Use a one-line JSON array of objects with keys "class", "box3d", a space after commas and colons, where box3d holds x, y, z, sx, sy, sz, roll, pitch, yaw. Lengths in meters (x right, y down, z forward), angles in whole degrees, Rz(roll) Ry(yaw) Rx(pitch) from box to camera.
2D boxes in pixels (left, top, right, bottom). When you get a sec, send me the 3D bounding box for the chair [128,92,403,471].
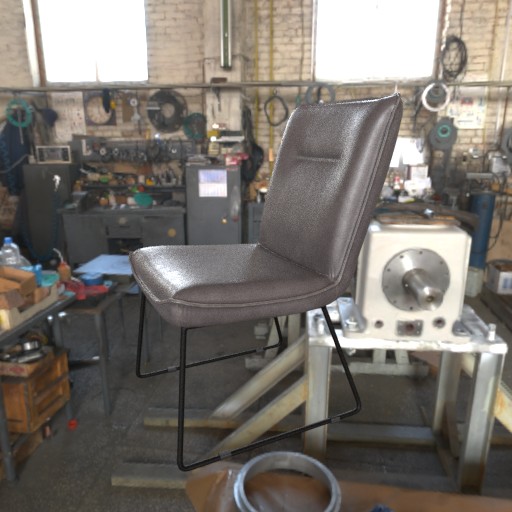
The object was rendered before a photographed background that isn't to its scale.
[{"class": "chair", "box3d": [0.000, 0.000, 1.350, 0.688, 0.932, 0.515, -7, 17, -25]}]
